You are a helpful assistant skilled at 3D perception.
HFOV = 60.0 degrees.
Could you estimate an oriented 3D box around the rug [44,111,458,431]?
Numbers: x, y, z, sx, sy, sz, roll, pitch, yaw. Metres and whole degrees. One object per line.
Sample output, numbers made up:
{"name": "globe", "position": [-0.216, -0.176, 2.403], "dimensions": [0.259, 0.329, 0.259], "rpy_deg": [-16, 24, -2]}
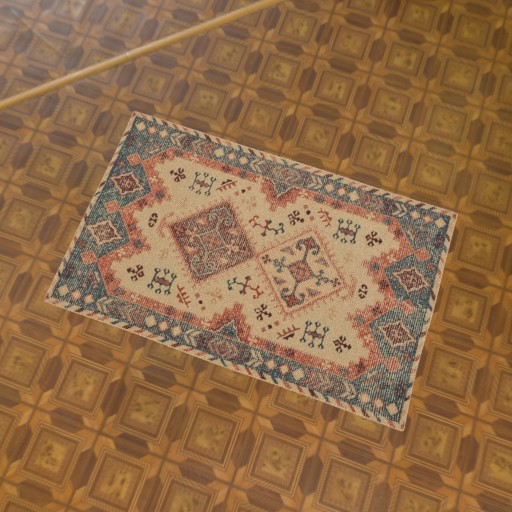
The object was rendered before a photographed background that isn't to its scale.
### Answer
{"name": "rug", "position": [0.000, 0.000, 3.021], "dimensions": [2.464, 0.023, 1.521], "rpy_deg": [19, 76, 5]}
